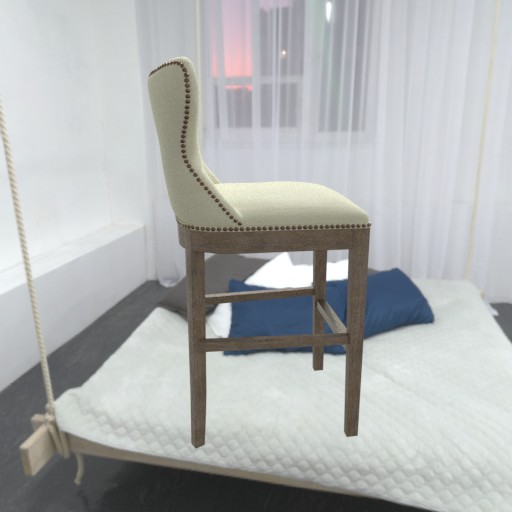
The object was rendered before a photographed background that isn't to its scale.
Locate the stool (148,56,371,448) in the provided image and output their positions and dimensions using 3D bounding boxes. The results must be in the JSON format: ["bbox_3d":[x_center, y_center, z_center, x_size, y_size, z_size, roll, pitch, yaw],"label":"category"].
[{"bbox_3d":[0.000,0.000,1.427,0.606,1.123,0.494,-2,17,-8],"label":"stool"}]
